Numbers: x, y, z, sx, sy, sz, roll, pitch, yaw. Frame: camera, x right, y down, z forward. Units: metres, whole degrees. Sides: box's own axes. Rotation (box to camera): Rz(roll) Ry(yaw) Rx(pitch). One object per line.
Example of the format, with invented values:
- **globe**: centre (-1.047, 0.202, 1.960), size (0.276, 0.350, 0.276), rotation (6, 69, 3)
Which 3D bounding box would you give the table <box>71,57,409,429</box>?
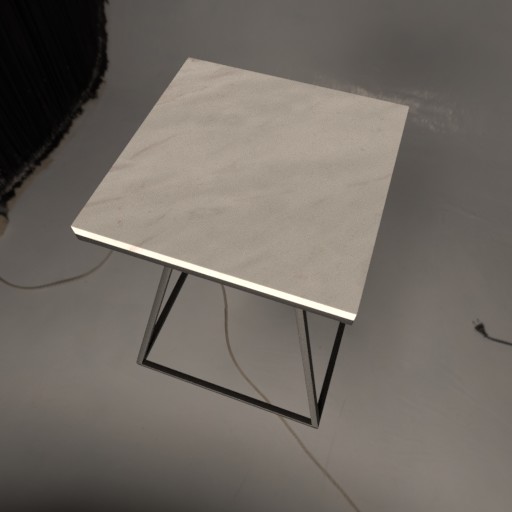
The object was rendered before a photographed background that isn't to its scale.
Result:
- **table**: centre (0.000, 0.000, 0.918), size (0.455, 0.559, 0.455), rotation (17, 60, 10)
